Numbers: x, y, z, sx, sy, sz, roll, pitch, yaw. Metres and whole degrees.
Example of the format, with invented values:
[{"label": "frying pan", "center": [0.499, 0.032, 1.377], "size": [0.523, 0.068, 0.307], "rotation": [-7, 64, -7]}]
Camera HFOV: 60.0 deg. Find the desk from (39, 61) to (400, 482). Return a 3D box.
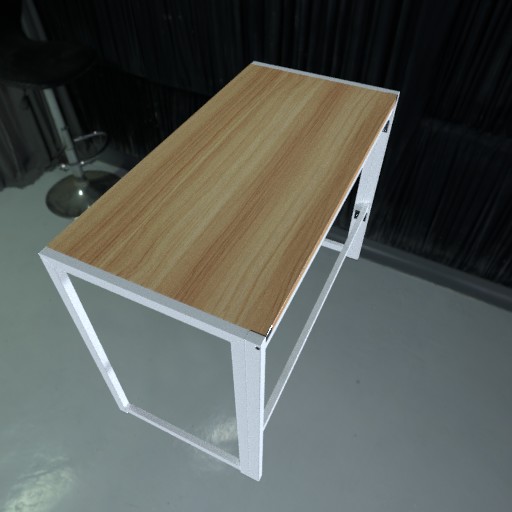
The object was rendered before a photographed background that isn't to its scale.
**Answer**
[{"label": "desk", "center": [0.000, 0.000, 1.425], "size": [0.508, 0.762, 1.016], "rotation": [19, 50, 17]}]
